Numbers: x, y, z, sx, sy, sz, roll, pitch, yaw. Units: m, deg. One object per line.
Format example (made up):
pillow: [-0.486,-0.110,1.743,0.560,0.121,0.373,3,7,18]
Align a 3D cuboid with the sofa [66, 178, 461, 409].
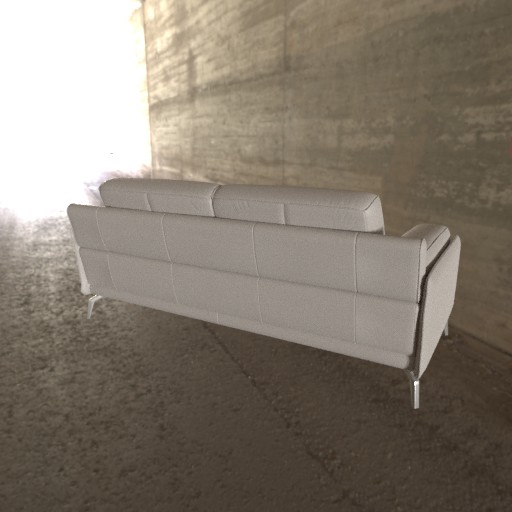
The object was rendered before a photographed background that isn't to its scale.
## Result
sofa: [0.000,0.000,2.584,2.101,0.930,1.049,8,17,28]
